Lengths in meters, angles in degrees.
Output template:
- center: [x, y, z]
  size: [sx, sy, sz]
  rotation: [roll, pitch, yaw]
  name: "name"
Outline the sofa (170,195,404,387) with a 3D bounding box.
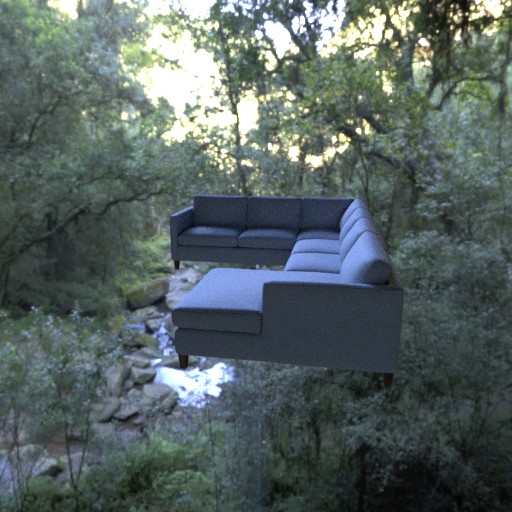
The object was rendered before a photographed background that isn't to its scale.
- center: [0.000, 0.000, 4.658]
  size: [2.551, 0.889, 3.403]
  rotation: [3, 15, 10]
  name: "sofa"
